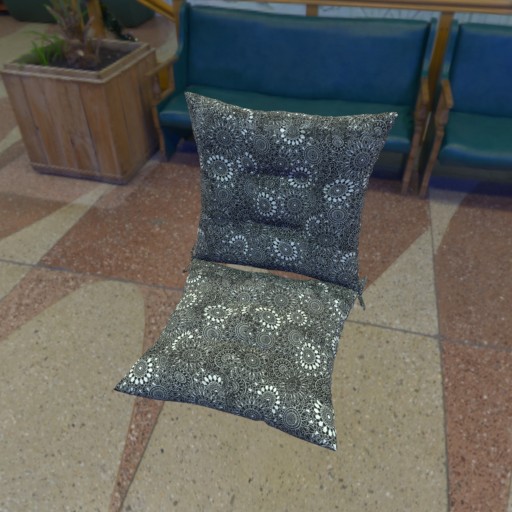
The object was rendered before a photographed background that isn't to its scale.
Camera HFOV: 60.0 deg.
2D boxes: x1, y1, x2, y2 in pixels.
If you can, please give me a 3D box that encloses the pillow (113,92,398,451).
[{"bbox_3d":[0.000,0.000,1.011,0.541,0.536,0.585,11,41,12],"label":"pillow"}]
